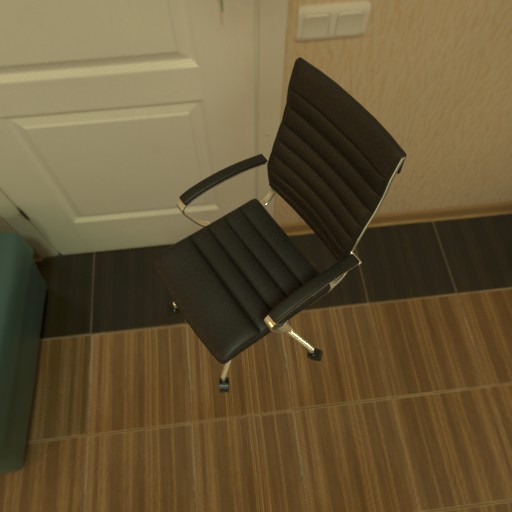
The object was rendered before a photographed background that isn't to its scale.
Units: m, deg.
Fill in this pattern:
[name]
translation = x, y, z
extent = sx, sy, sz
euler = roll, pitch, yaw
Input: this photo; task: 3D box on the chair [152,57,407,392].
[chair]
translation = 0.000, 0.000, 1.636
extent = 0.739, 1.149, 0.766
euler = -33, 68, -15
